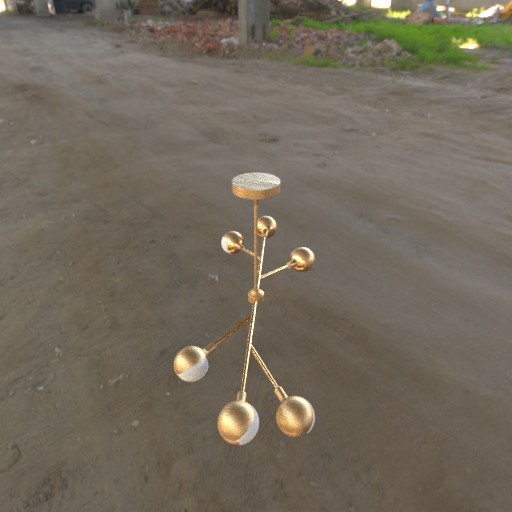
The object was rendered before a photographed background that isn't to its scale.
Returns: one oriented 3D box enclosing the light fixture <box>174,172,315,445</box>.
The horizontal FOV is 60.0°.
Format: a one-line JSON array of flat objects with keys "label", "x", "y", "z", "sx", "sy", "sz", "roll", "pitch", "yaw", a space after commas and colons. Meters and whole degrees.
[{"label": "light fixture", "x": 0.000, "y": 0.000, "z": 1.012, "sx": 0.434, "sy": 0.362, "sz": 0.778, "roll": 11, "pitch": 32, "yaw": 18}]
